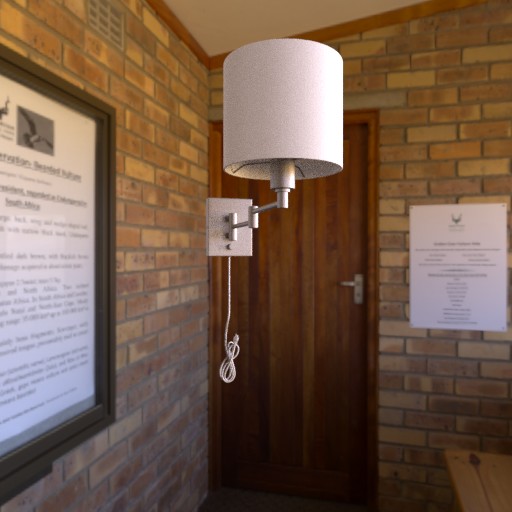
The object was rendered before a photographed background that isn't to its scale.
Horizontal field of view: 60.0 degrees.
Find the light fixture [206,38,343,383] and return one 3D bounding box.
[{"bbox_3d":[0.000,0.000,0.914,0.203,0.651,0.516,0,0,-17],"label":"light fixture"}]
